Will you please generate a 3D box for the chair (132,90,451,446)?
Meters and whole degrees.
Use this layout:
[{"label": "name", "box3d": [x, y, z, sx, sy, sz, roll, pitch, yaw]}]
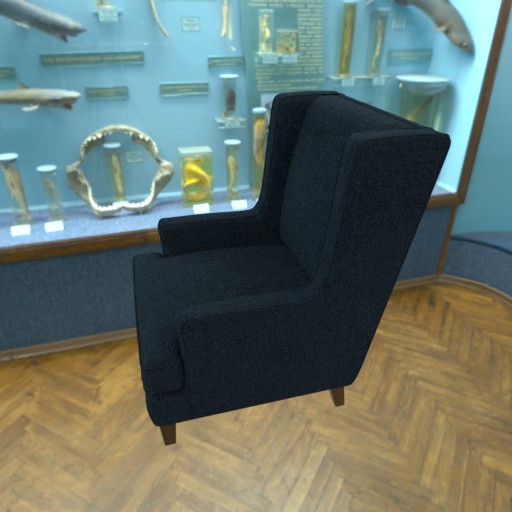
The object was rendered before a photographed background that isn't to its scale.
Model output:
[{"label": "chair", "box3d": [0.000, 0.000, 1.711, 0.947, 1.072, 0.764, -8, 30, -13]}]
